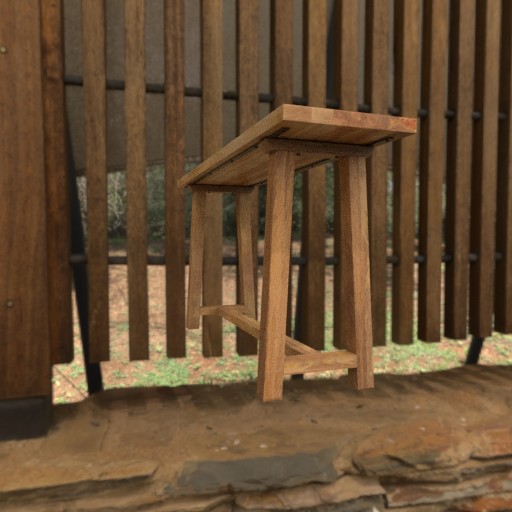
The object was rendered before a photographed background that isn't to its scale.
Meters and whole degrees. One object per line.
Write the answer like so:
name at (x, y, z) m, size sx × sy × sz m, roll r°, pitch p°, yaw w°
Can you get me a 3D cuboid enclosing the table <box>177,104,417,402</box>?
table at (0.000, 0.000, 1.898) m, size 0.405 × 0.810 × 1.524 m, roll -1°, pitch 2°, yaw -20°
